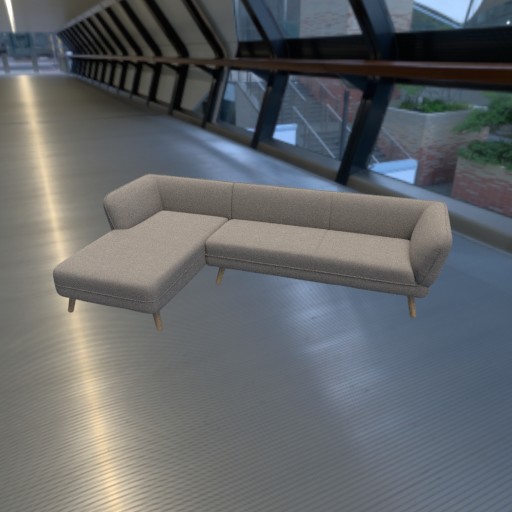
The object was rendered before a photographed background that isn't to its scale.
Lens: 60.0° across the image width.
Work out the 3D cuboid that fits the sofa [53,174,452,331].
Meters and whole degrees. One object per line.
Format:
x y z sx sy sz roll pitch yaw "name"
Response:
0.000 0.000 3.325 2.653 0.693 1.532 8 27 17 "sofa"
